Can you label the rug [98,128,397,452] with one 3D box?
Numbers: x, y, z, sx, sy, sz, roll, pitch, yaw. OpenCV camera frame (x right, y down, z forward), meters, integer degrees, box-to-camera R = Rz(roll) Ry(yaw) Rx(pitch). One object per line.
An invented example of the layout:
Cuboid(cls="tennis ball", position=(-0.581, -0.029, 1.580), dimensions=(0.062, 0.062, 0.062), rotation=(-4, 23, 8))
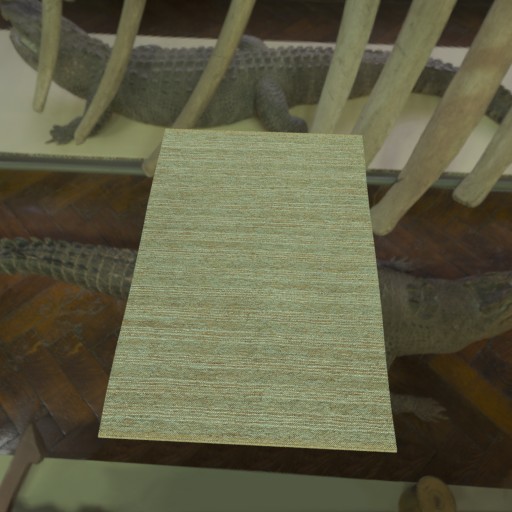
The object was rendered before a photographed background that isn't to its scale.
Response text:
Cuboid(cls="rug", position=(0.000, 0.000, 2.301), dimensions=(1.240, 0.010, 1.824), rotation=(2, 59, 1))
